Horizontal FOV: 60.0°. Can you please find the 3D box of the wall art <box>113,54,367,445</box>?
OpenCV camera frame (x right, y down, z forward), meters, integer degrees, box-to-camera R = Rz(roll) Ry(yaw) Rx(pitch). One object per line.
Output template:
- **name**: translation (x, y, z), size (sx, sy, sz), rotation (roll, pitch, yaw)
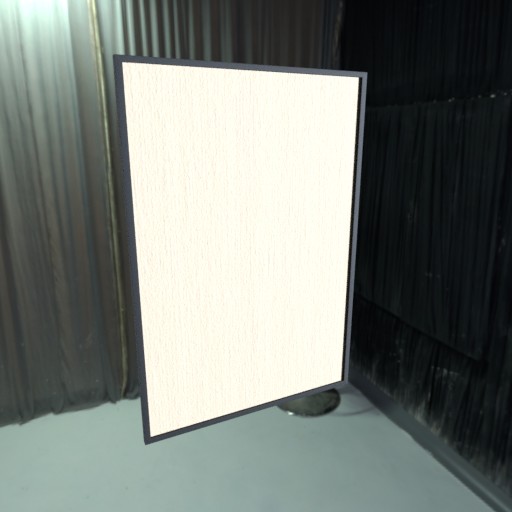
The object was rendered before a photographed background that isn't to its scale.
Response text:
- **wall art**: translation (0.000, 0.000, 0.822), size (0.457, 0.657, 0.013), rotation (-8, 18, -25)
